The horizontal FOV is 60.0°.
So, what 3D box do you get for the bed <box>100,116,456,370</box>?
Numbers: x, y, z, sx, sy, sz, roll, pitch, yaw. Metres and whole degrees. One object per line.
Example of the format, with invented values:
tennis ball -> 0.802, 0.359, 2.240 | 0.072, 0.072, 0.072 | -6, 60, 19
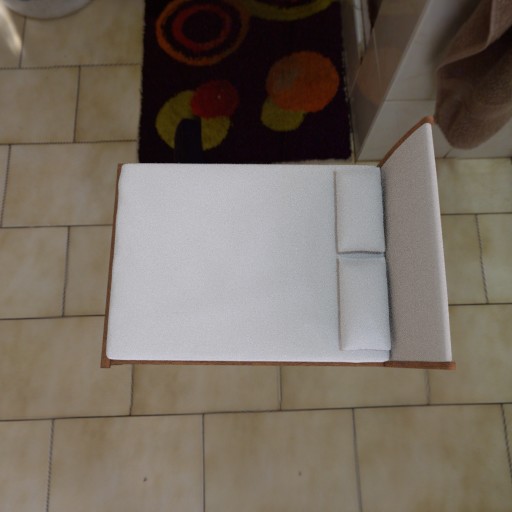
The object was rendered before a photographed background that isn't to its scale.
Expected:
bed -> 0.000, 0.000, 3.002 | 2.108, 1.135, 1.502 | 1, 77, 0
